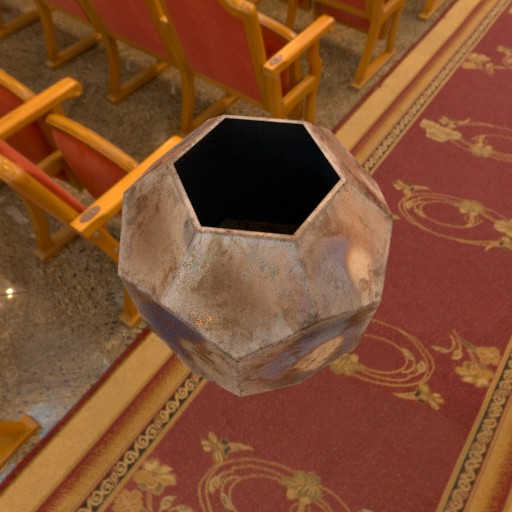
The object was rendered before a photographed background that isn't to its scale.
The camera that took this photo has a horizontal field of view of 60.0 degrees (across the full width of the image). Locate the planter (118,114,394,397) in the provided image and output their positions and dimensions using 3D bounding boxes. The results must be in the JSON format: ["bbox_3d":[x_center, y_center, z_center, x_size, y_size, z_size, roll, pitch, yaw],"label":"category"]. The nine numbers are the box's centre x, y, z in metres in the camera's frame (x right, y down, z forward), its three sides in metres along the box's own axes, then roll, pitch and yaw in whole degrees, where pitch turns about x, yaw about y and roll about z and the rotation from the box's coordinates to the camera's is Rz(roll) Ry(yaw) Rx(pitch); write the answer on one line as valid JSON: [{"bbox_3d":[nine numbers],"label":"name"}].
[{"bbox_3d":[0.000,0.000,0.426,0.243,0.238,0.221,32,64,18],"label":"planter"}]
